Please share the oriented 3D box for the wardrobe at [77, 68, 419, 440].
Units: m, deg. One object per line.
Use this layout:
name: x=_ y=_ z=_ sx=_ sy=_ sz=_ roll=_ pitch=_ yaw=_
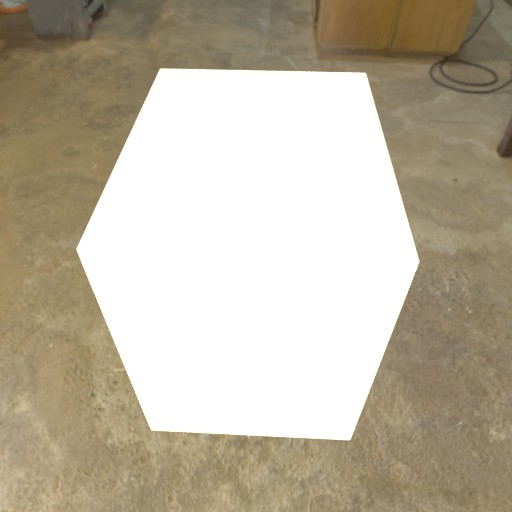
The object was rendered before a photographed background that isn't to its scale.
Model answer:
wardrobe: x=0.000 y=0.000 z=0.875 sx=0.400 sy=0.520 sz=0.500 roll=2 pitch=46 yaw=2
